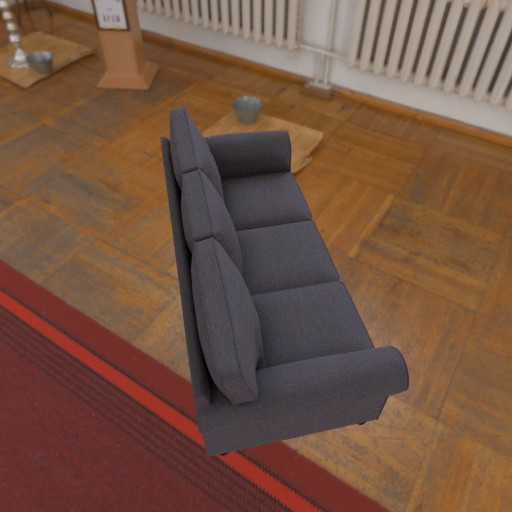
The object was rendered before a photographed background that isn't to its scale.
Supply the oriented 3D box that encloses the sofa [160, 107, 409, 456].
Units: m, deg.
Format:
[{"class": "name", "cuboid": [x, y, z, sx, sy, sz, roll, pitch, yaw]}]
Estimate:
[{"class": "sofa", "cuboid": [0.000, 0.000, 2.608, 0.909, 0.966, 2.084, -9, 47, -9]}]
